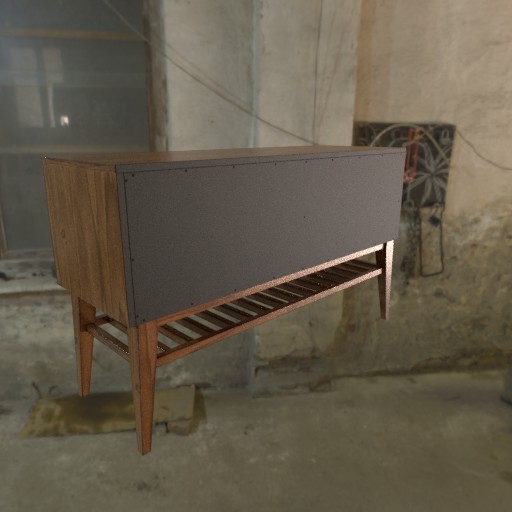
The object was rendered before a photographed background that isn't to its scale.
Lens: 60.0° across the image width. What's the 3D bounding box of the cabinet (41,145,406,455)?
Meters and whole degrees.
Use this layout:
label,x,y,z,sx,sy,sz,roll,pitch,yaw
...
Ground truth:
label,x,y,z,sx,sy,sz,roll,pitch,yaw
cabinet,0.000,0.000,1.742,1.363,0.802,0.477,-15,22,-42
